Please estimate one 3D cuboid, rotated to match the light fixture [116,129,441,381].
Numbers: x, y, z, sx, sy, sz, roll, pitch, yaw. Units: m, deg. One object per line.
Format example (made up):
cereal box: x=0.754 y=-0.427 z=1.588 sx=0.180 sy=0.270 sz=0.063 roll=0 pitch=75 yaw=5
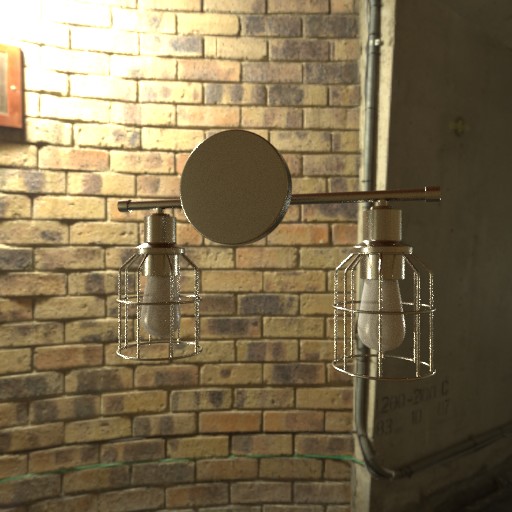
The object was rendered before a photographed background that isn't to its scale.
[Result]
light fixture: x=0.000 y=0.000 z=0.523 sx=0.406 sy=0.254 sz=0.165 roll=0 pitch=0 yaw=18
